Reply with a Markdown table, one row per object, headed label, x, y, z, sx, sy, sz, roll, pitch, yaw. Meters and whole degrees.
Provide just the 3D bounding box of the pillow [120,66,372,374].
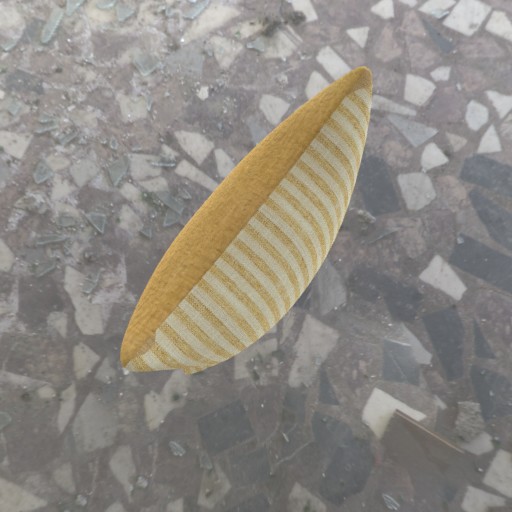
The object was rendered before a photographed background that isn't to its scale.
| label | x | y | z | sx | sy | sz | roll | pitch | yaw |
| --- | --- | --- | --- | --- | --- | --- | --- | --- | --- |
| pillow | 0.000 | 0.000 | 0.648 | 0.173 | 0.407 | 0.419 | 37 | 78 | 9 |
